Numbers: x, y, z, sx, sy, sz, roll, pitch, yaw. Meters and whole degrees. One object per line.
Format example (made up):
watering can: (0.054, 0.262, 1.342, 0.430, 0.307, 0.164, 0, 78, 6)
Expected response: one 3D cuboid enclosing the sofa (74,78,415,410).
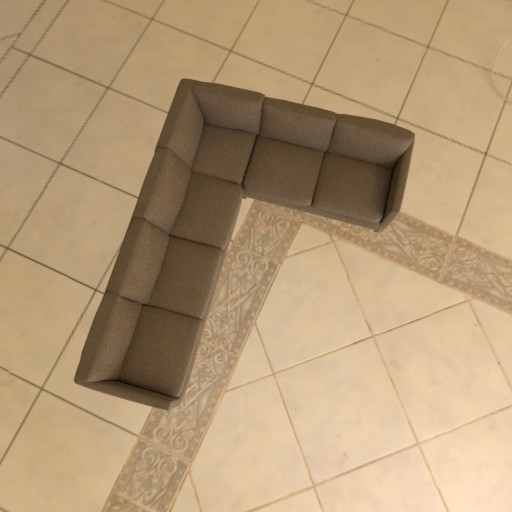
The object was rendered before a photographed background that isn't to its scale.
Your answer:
sofa: (0.000, 0.000, 4.504, 2.593, 0.947, 3.302, 15, 76, 4)
